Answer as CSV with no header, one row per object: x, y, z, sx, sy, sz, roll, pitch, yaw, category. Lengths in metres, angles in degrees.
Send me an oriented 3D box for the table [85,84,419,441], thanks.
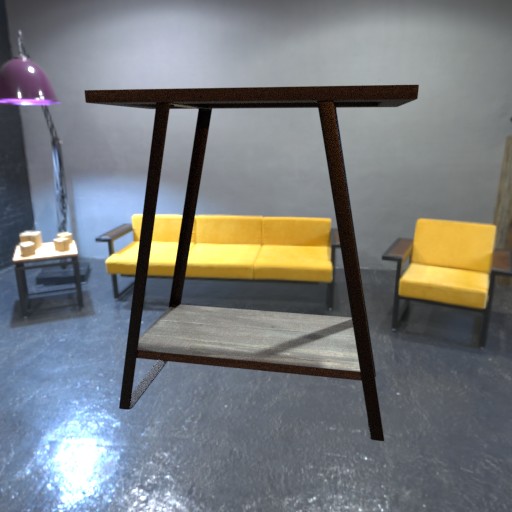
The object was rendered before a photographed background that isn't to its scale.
0.000,0.000,1.015,0.599,0.701,0.300,3,16,10,table
